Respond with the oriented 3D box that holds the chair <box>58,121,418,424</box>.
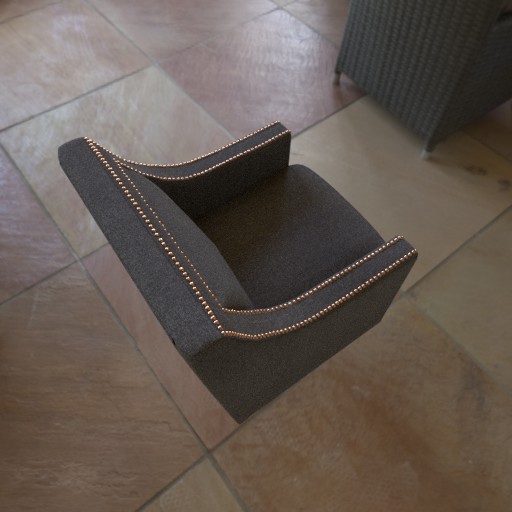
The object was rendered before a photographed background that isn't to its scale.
[{"bbox_3d":[0.000,0.000,1.620,0.884,0.967,0.776,-31,63,-18],"label":"chair"}]
